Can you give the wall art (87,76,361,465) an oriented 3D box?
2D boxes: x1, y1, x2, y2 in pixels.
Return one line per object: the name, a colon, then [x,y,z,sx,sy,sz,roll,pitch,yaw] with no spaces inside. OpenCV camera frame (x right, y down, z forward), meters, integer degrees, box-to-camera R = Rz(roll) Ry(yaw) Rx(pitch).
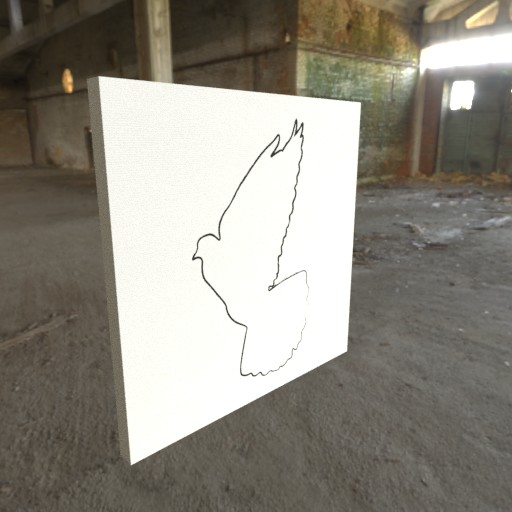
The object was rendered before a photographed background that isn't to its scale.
wall art: [0.000,0.000,0.882,0.610,0.610,0.038,-13,20,-41]
